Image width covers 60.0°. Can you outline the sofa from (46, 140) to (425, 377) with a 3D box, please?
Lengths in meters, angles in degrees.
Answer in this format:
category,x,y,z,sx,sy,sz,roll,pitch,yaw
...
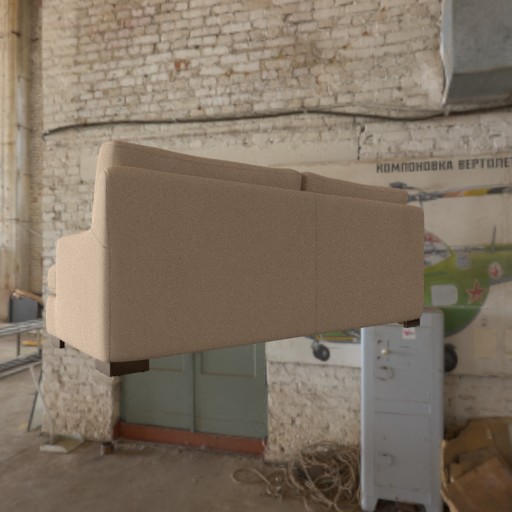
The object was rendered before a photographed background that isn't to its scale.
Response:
category,x,y,z,sx,sy,sz,roll,pitch,yaw
sofa,0.000,0.000,2.630,2.147,0.925,0.929,0,-1,-38
